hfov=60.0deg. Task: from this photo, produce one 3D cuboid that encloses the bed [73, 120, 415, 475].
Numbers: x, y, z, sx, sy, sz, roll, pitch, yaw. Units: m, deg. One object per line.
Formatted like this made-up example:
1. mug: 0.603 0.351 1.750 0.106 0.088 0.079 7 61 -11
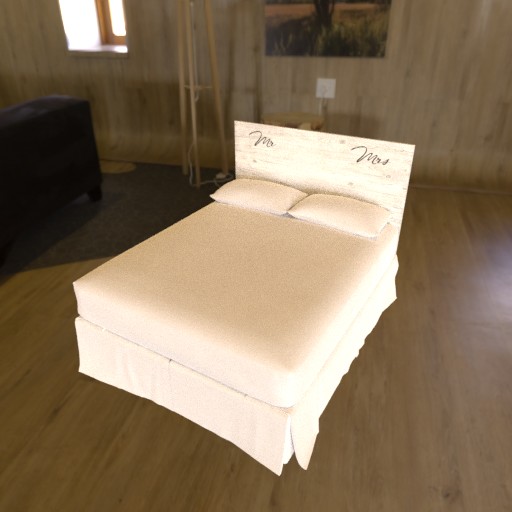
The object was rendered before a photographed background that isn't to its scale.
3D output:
1. bed: 0.000 0.000 3.195 1.745 1.335 2.094 16 33 27
